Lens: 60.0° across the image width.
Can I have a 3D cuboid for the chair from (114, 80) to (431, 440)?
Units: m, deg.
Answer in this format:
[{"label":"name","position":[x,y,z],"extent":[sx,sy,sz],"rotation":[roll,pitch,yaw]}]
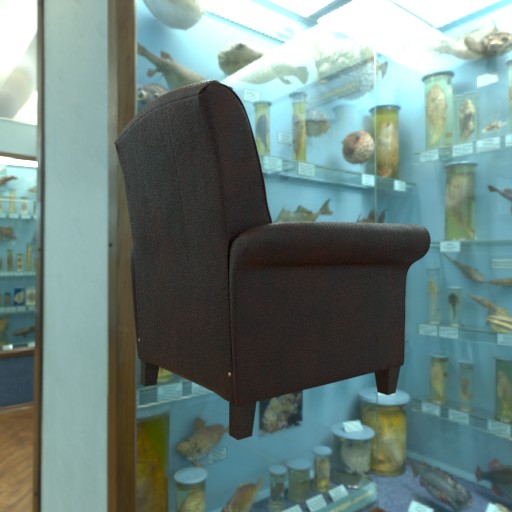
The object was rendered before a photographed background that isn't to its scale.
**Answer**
[{"label":"chair","position":[0.000,0.000,1.753],"extent":[0.902,1.061,0.978],"rotation":[0,0,-37]}]
